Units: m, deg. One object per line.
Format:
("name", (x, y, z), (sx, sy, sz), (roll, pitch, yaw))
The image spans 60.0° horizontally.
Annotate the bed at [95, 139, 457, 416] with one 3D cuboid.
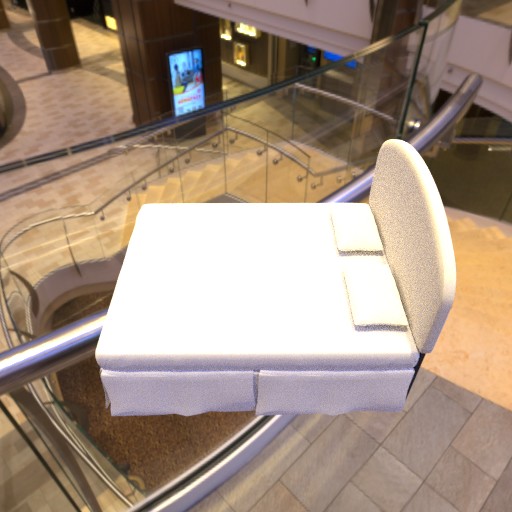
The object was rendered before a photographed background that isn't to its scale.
("bed", (0.000, 0.000, 3.043), (2.005, 1.410, 1.607), (0, 42, 0))
